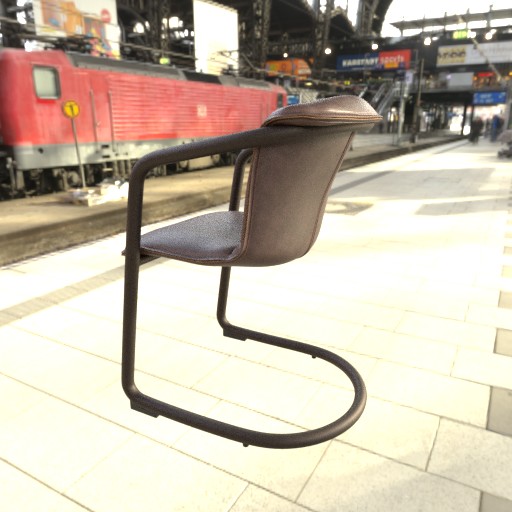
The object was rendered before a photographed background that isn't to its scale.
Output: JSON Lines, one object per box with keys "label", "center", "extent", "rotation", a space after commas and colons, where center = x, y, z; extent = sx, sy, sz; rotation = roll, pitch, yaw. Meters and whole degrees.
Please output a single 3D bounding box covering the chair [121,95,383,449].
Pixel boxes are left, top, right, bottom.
{"label": "chair", "center": [0.000, 0.000, 1.242], "extent": [0.664, 0.836, 0.536], "rotation": [9, 19, 26]}
